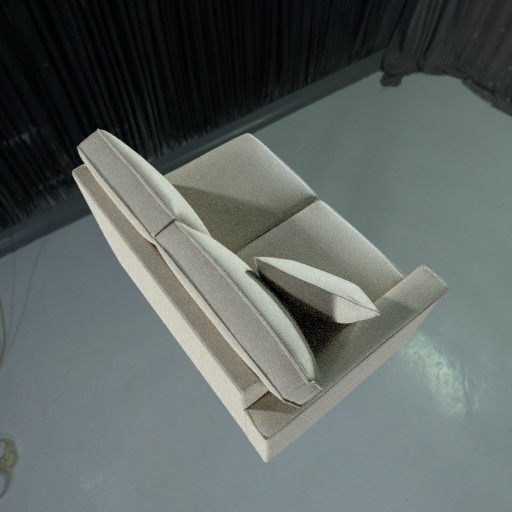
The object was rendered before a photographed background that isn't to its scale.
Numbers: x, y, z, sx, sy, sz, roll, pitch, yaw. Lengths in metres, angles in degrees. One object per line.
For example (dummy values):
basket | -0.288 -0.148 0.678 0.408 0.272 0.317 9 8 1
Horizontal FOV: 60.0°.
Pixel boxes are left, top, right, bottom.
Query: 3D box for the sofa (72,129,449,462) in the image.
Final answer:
sofa | 0.000 0.000 2.075 0.991 0.989 1.388 -34 64 -19
